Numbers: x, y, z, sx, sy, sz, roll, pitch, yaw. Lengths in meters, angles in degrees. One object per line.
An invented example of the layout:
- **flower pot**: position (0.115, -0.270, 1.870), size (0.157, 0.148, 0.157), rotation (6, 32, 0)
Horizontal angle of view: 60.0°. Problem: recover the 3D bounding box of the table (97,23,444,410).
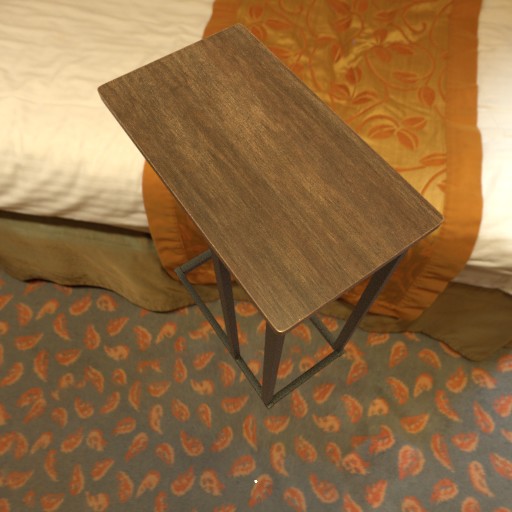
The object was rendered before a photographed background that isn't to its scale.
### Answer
- **table**: position (0.000, 0.000, 0.875), size (0.254, 0.637, 0.450), rotation (-32, 67, -15)
